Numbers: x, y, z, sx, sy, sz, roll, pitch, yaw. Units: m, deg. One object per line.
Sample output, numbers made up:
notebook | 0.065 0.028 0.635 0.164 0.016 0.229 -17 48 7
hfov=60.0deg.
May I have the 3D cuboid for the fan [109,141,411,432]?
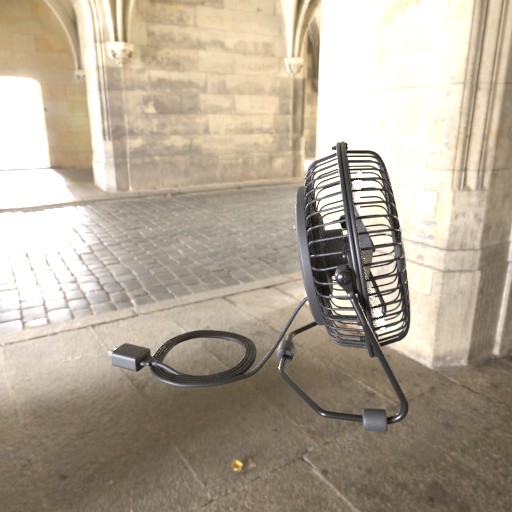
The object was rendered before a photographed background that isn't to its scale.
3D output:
fan | 0.000 0.000 0.301 0.202 0.152 0.153 3 17 11
